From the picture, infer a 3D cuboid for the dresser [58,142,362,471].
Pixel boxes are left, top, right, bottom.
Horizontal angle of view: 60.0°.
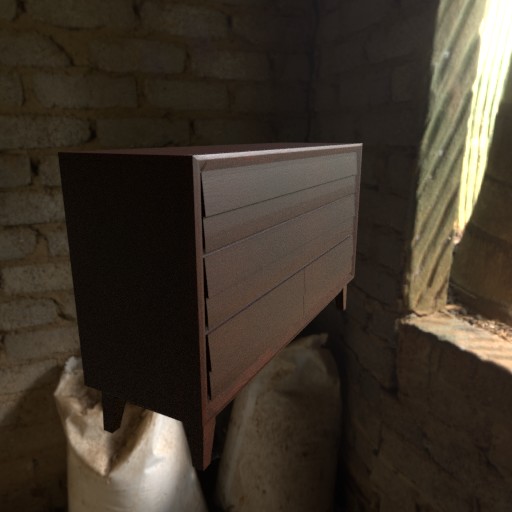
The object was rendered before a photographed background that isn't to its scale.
[{"bbox_3d":[0.000,0.000,2.023,0.499,0.971,1.609,8,17,27],"label":"dresser"}]
